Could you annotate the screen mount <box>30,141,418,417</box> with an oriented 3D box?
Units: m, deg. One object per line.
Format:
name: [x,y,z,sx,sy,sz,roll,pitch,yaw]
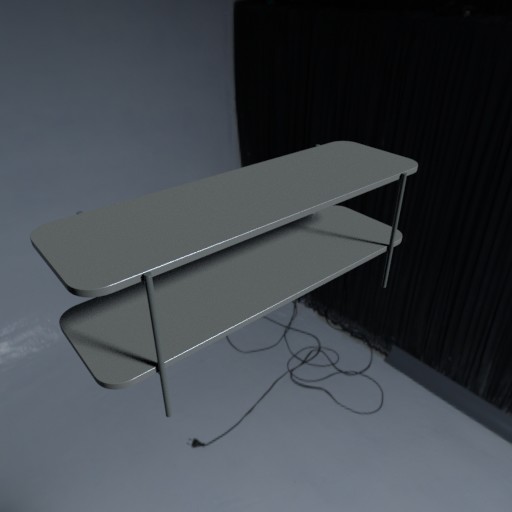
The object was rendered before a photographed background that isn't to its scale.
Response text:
screen mount: [0.000,0.000,1.423,1.200,0.447,0.400,-23,38,-33]
